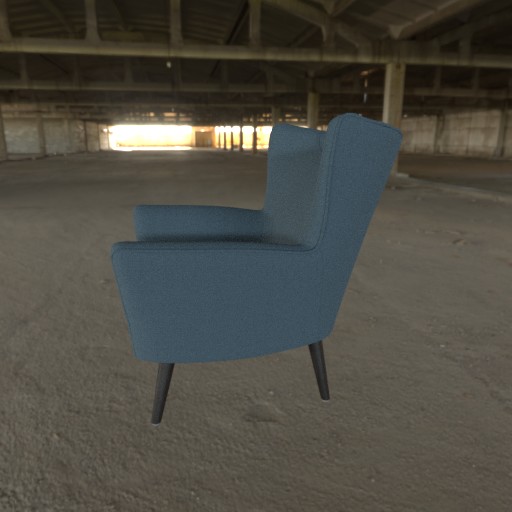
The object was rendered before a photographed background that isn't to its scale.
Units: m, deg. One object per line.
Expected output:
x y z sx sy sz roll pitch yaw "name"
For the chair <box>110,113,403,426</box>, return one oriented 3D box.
0.000 0.000 1.574 0.888 0.933 0.781 -3 15 -10 "chair"
